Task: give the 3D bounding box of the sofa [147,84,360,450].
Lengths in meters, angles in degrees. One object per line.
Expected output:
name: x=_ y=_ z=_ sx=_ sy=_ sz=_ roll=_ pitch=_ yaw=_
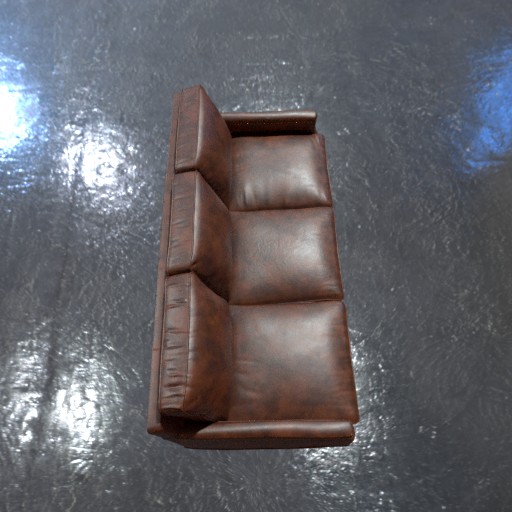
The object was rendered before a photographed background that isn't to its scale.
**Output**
sofa: x=0.000 y=0.000 z=2.838 sx=1.084 sy=1.003 sz=2.240 roll=-1 pitch=63 yaw=-1
